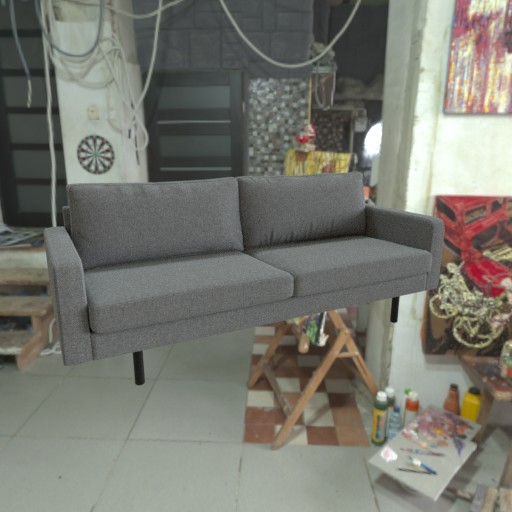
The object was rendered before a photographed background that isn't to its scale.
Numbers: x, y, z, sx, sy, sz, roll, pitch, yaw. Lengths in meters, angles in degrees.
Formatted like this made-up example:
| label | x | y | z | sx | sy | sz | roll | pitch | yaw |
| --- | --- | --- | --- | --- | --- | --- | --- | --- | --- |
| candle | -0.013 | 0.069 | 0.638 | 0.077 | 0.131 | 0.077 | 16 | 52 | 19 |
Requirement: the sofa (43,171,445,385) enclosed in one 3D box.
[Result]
| label | x | y | z | sx | sy | sz | roll | pitch | yaw |
| --- | --- | --- | --- | --- | --- | --- | --- | --- | --- |
| sofa | 0.000 | 0.000 | 2.604 | 2.200 | 0.880 | 0.880 | -8 | 17 | -26 |
